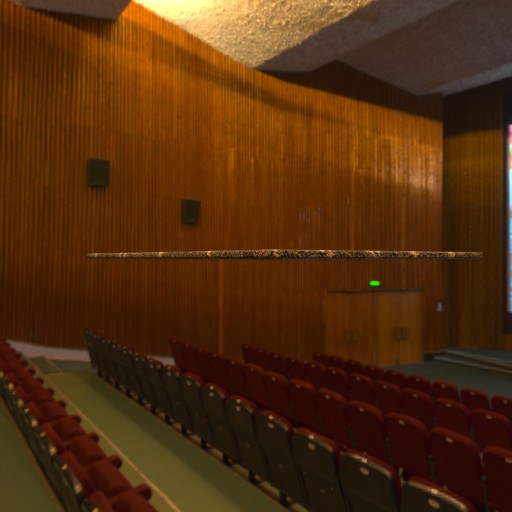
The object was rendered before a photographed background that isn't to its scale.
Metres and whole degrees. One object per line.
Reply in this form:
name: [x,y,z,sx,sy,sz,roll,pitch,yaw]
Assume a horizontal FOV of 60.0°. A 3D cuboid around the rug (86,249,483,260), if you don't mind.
rug: [0.000,0.000,2.326,1.219,0.030,1.778,0,0,-37]
